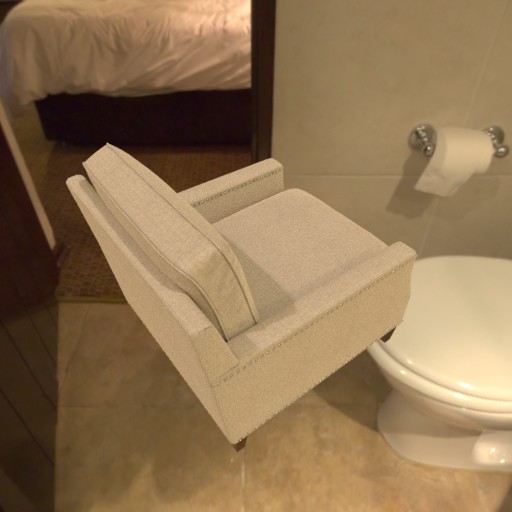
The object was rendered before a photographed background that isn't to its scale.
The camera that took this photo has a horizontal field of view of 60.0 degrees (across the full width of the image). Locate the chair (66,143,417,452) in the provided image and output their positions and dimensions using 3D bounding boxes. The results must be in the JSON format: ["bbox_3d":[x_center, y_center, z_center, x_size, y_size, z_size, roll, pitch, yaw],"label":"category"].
[{"bbox_3d":[0.000,0.000,1.721,1.014,0.943,0.853,-27,49,-27],"label":"chair"}]
